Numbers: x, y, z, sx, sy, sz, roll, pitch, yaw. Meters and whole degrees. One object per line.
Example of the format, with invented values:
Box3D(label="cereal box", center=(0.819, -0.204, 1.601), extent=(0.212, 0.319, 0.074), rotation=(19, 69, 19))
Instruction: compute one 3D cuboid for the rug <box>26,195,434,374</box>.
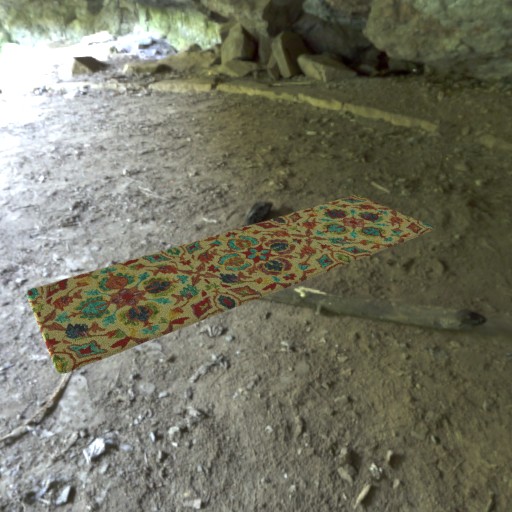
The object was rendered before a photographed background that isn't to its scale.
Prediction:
Box3D(label="rug", center=(0.000, 0.000, 2.482), extent=(2.273, 0.016, 0.693), rotation=(-18, 34, -29))
